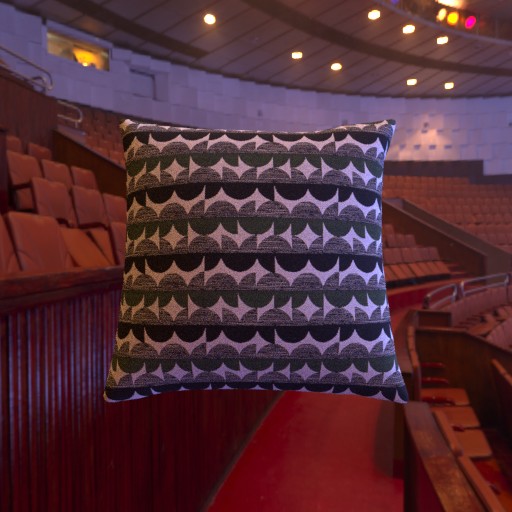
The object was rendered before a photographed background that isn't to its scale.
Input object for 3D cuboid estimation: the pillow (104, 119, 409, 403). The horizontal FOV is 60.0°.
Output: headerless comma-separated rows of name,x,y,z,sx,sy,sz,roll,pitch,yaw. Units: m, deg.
pillow,0.000,0.000,0.637,0.419,0.404,0.180,0,1,0
